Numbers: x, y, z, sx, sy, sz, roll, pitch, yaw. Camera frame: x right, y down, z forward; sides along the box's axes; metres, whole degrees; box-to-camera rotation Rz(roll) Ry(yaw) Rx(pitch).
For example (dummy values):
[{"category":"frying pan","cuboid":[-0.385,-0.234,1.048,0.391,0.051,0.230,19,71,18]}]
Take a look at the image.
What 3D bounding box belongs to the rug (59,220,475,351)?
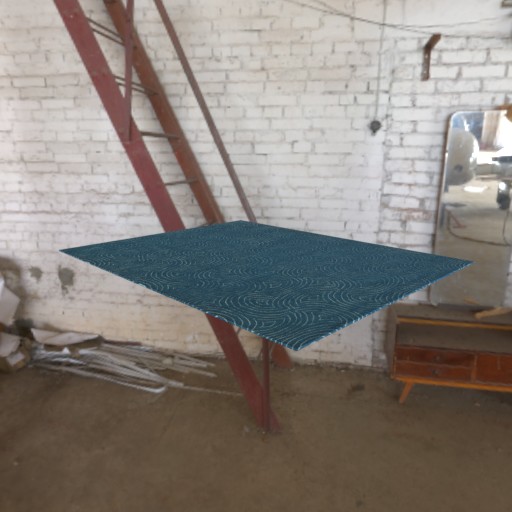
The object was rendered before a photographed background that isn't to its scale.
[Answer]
[{"category":"rug","cuboid":[0.000,0.000,4.127,2.432,0.012,3.033,-14,20,-43]}]
